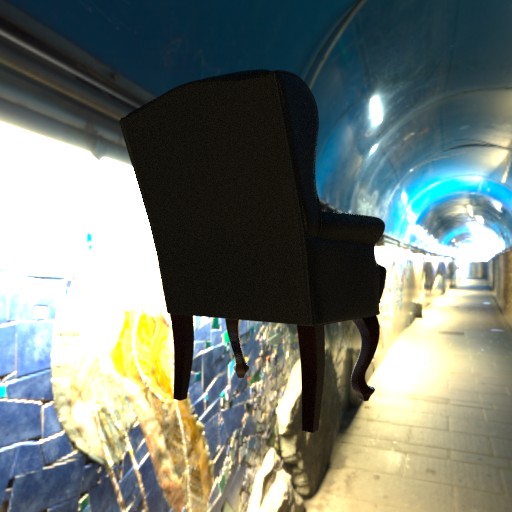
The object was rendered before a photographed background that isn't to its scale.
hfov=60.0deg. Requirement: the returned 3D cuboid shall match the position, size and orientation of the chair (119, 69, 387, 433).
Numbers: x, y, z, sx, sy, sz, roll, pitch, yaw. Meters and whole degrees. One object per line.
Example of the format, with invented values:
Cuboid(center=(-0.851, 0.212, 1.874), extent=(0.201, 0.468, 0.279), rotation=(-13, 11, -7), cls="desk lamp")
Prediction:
Cuboid(center=(0.000, 0.000, 1.663), extent=(0.838, 1.111, 0.762), rotation=(-1, -2, 36), cls="chair")
